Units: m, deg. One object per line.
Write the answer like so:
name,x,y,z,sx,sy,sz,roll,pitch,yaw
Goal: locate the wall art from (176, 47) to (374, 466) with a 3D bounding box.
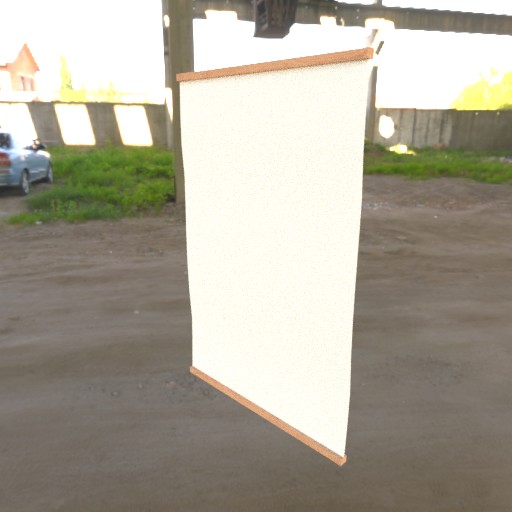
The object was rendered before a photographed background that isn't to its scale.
wall art,0.000,0.000,0.634,0.012,0.508,0.332,-15,22,-42
